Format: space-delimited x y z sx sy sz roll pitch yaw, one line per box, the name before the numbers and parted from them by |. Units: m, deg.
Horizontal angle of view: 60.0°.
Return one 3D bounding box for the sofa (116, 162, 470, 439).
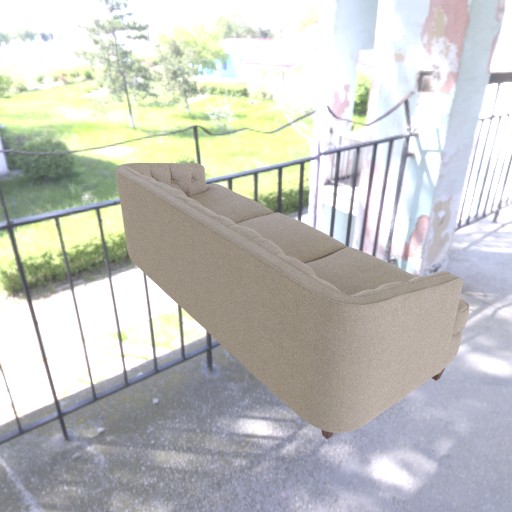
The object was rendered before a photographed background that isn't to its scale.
sofa | 0.000 0.000 2.656 0.913 0.788 2.235 -19 33 -32
